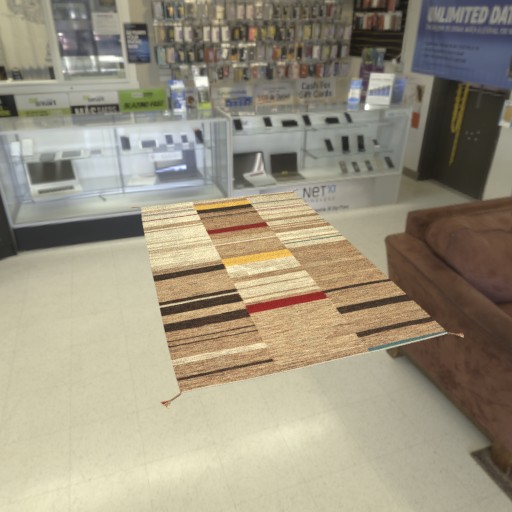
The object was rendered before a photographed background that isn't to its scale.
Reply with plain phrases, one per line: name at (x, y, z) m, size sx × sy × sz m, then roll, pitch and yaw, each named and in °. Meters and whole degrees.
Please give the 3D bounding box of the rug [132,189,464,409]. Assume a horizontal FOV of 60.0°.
rug at (0.000, 0.000, 2.479) m, size 1.268 × 0.007 × 1.918 m, roll -8°, pitch 30°, yaw -15°
